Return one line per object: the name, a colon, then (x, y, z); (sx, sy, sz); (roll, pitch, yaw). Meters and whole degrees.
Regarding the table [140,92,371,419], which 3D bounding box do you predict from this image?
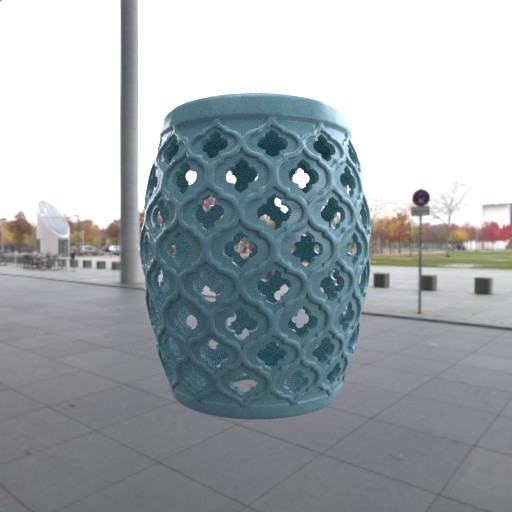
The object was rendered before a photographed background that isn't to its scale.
table: (0.000, 0.000, 0.644); (0.325, 0.388, 0.325); (0, 1, 0)
